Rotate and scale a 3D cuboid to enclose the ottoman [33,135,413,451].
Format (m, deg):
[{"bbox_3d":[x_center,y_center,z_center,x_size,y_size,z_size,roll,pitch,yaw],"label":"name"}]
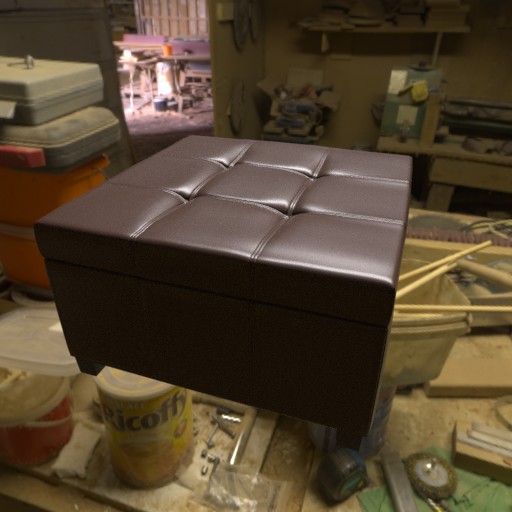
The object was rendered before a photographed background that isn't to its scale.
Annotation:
[{"bbox_3d":[0.000,0.000,1.280,0.787,0.460,0.788,10,31,16],"label":"ottoman"}]
